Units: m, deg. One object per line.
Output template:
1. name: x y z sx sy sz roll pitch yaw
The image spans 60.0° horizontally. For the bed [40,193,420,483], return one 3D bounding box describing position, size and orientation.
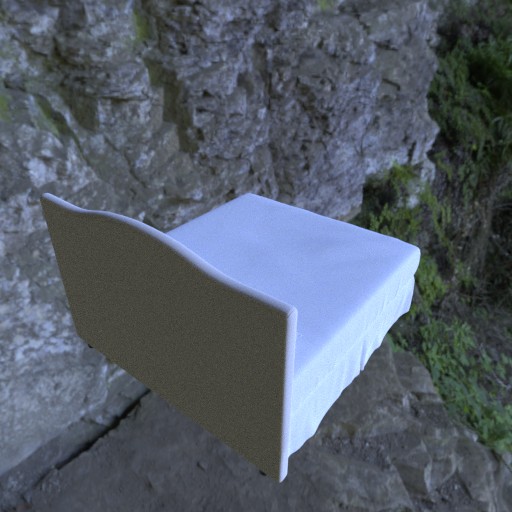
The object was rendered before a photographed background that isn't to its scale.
1. bed: 0.000 0.000 3.509 2.083 1.421 2.182 22 38 32
